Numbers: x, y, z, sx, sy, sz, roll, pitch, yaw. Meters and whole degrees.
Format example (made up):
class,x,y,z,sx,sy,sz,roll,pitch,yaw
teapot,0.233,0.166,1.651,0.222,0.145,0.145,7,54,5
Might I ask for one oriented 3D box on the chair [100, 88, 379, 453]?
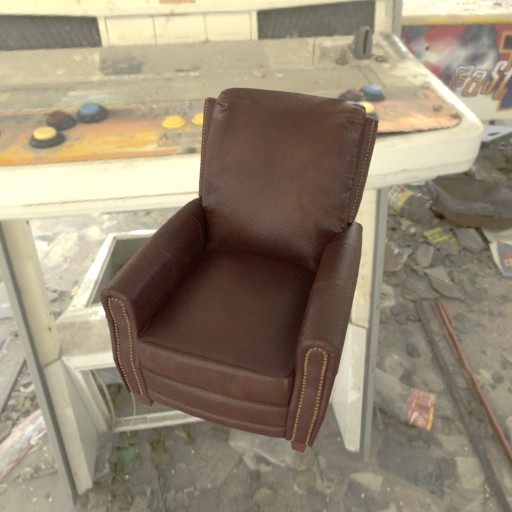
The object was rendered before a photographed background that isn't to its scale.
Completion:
class,x,y,z,sx,sy,sz,roll,pitch,yaw
chair,0.000,0.000,1.796,0.826,1.022,1.089,12,42,14
